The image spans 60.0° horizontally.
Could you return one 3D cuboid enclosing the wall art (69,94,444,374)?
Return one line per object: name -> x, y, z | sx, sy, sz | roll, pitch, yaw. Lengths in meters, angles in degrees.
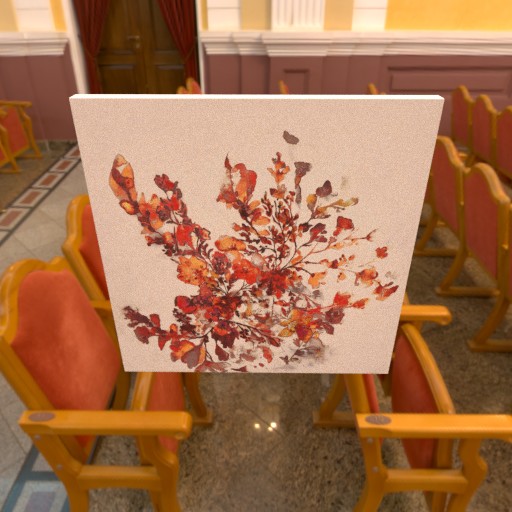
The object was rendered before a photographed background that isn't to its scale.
wall art -> 0.000, 0.000, 1.098 | 0.757, 0.757, 0.037 | 0, 30, 1
